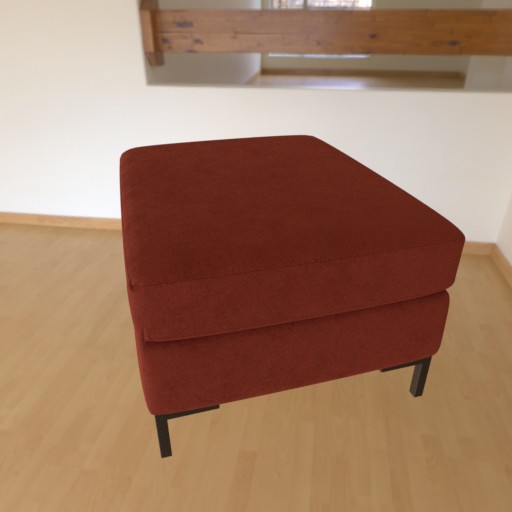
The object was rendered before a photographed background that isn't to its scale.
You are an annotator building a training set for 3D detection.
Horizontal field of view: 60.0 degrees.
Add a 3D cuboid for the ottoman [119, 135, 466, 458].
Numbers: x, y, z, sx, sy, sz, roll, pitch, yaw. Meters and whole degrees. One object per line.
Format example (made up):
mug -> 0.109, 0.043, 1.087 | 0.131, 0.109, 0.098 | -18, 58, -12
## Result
ottoman -> 0.000, 0.000, 1.174 | 0.650, 0.462, 0.782 | -8, 30, -14
